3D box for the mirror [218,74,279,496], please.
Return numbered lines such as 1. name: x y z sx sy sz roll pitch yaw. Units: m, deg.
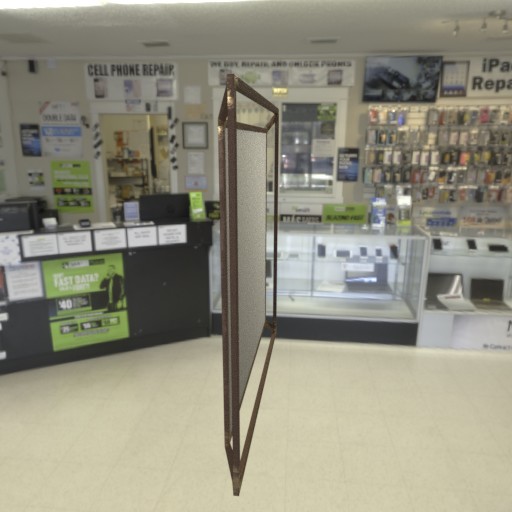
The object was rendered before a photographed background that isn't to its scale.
1. mirror: 0.000 0.000 0.903 0.032 0.610 0.610 2 15 8
